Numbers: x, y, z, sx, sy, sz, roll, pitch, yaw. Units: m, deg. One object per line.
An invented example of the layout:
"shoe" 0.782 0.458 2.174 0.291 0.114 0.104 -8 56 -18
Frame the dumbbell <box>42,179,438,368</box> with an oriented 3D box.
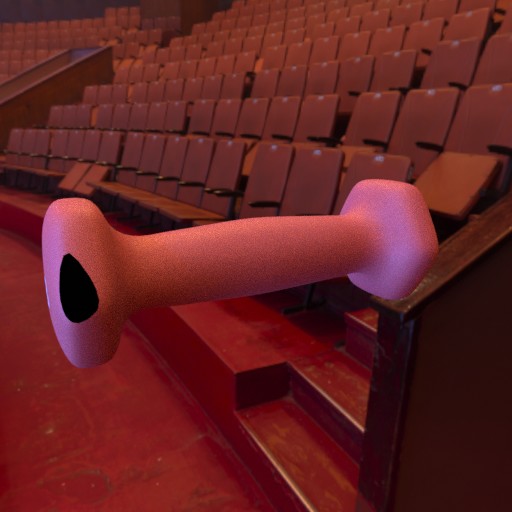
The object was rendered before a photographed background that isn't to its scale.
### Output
"dumbbell" 0.000 0.000 0.143 0.123 0.043 0.047 -8 18 -26
